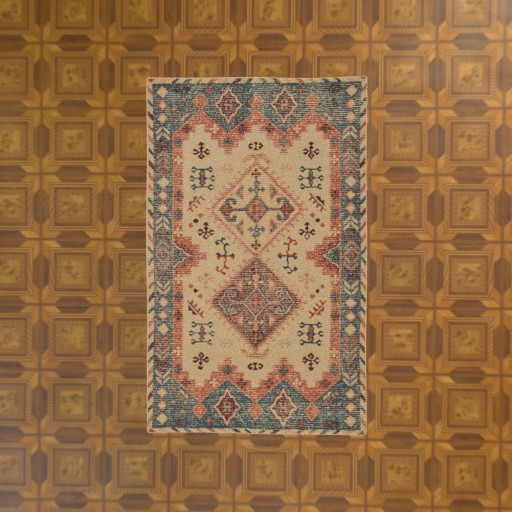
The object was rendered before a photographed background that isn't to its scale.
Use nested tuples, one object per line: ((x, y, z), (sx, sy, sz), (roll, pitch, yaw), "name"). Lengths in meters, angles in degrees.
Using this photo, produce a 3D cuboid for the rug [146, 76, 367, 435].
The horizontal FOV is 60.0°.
((0.000, 0.000, 3.053), (1.521, 0.023, 2.464), (0, 91, 1), "rug")
